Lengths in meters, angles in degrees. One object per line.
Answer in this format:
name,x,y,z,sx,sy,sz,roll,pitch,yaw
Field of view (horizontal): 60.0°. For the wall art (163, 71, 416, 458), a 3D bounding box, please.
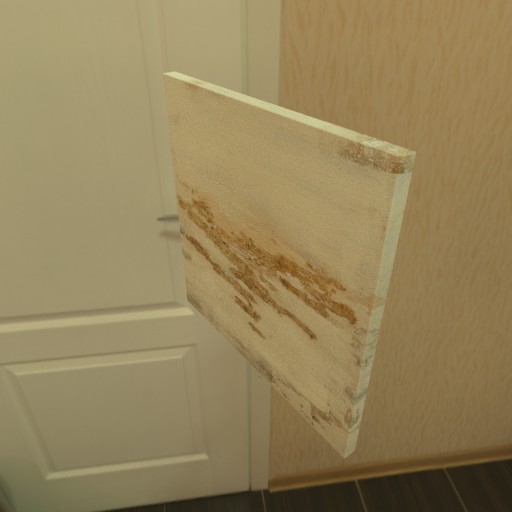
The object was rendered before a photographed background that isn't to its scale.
wall art,0.000,0.000,1.116,0.038,0.755,0.753,-23,39,-30
